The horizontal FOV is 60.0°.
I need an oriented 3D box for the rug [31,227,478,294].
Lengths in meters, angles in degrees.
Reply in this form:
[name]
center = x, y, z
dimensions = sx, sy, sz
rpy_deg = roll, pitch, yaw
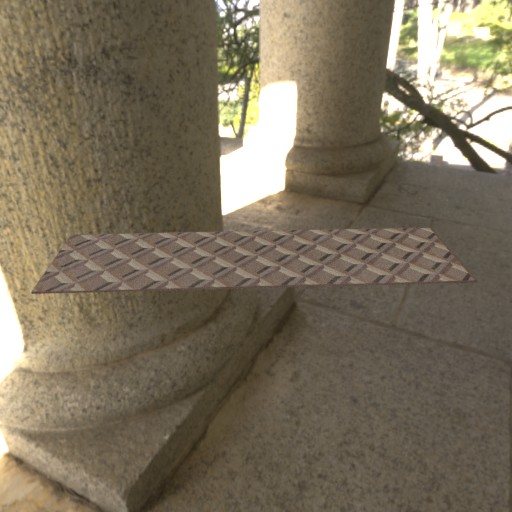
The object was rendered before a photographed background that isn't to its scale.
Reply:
[rug]
center = 0.000, 0.000, 2.705
dimensions = 2.437, 0.013, 0.685
rpy_deg = -1, 30, -2
